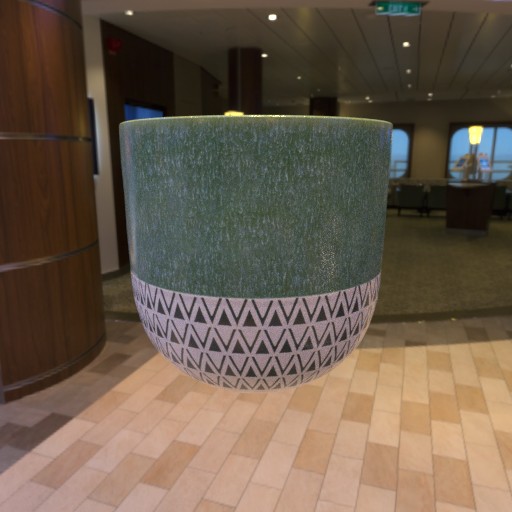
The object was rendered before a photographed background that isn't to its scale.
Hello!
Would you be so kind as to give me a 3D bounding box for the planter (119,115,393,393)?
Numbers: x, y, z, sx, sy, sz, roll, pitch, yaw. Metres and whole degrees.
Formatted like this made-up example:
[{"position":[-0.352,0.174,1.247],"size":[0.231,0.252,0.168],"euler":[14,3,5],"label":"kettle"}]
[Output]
[{"position":[0.000,0.000,0.479],"size":[0.266,0.270,0.266],"euler":[0,13,0],"label":"planter"}]
